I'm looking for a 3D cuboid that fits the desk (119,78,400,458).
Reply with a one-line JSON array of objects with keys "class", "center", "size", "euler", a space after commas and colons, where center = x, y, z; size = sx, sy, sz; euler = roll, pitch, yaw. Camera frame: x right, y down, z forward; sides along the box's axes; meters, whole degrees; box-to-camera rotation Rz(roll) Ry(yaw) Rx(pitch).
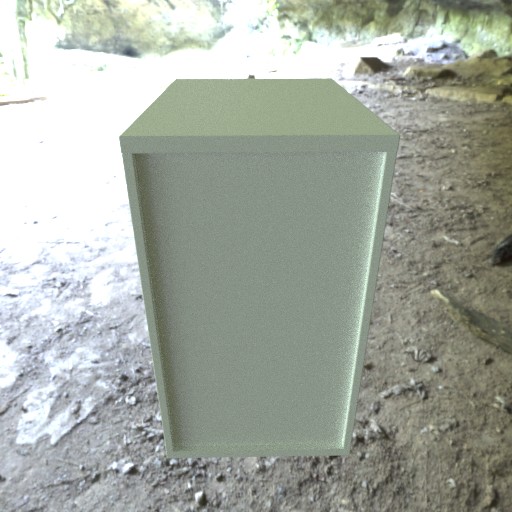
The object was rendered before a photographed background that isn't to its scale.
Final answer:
[{"class": "desk", "center": [0.000, 0.000, 1.074], "size": [0.404, 0.730, 0.600], "euler": [-1, 29, -1]}]
